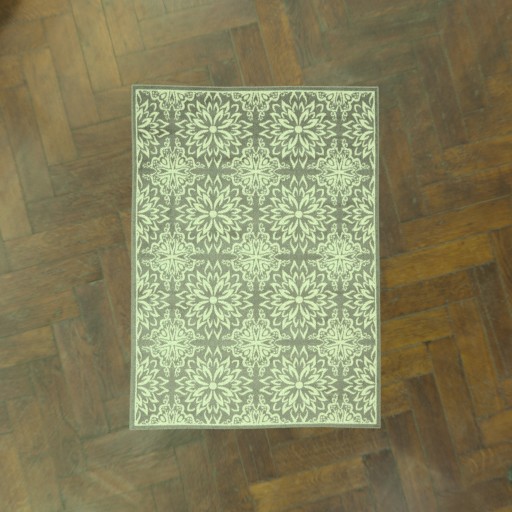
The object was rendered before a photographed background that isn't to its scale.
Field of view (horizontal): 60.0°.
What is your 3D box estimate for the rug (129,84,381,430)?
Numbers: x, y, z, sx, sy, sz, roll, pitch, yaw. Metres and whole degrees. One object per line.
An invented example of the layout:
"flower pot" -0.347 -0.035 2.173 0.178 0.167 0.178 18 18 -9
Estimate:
"rug" 0.000 0.000 2.854 1.608 0.014 2.213 0 89 -1
